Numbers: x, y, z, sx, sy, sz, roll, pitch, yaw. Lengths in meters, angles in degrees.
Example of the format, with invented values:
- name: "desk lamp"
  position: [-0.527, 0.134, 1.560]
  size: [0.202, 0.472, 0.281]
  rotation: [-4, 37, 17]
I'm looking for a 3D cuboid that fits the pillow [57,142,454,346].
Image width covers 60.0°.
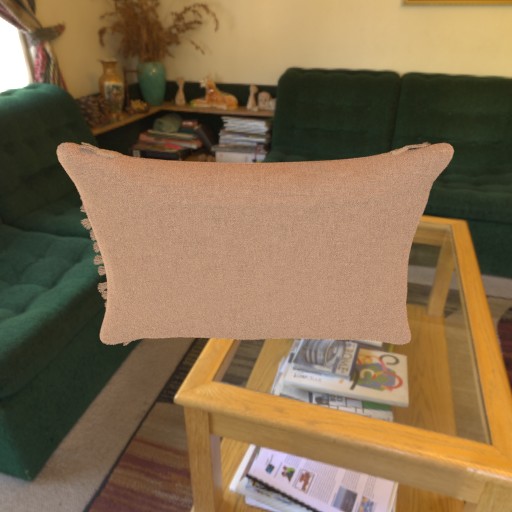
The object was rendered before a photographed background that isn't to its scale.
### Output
- name: "pillow"
  position: [0.000, 0.000, 0.590]
  size: [0.466, 0.305, 0.084]
  rotation: [0, 29, 0]
